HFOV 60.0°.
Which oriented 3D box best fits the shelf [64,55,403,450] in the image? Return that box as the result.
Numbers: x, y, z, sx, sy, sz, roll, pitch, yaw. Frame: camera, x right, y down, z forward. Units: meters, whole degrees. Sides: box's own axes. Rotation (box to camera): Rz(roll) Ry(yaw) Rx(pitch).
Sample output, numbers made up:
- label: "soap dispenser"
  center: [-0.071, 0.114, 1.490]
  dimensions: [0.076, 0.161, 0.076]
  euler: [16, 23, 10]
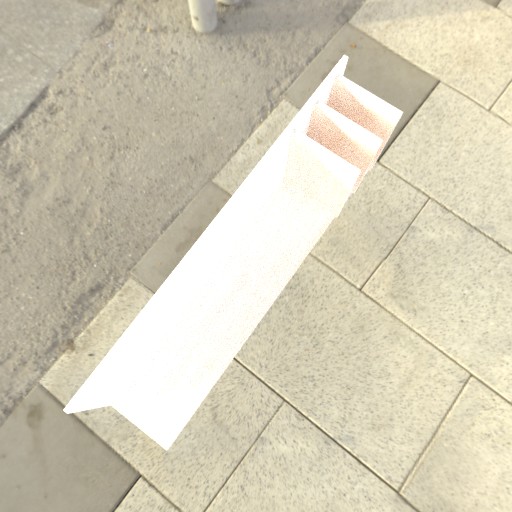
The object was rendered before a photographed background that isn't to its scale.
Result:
- label: "shelf"
  center: [0.000, 0.000, 1.110]
  dimensions: [0.200, 0.300, 1.020]
  euler: [35, 78, 9]
